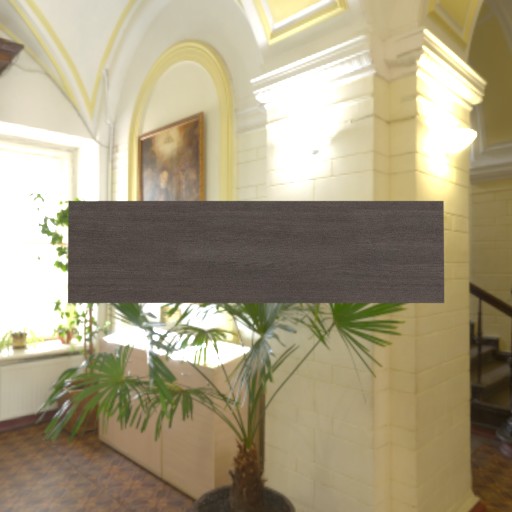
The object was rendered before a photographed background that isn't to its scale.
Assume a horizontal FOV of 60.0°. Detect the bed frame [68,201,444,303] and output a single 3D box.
[{"bbox_3d":[0.000,0.000,2.679,1.448,0.459,1.944,0,-1,0],"label":"bed frame"}]
